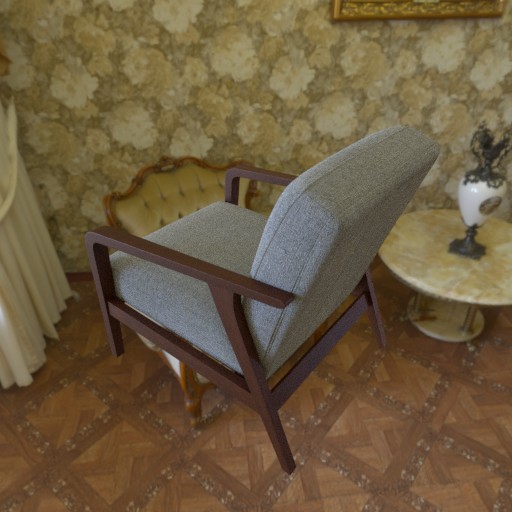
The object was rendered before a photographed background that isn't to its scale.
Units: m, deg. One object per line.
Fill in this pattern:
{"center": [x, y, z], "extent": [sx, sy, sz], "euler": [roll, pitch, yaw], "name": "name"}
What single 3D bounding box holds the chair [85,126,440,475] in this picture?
{"center": [0.000, 0.000, 1.432], "extent": [0.858, 0.847, 0.704], "euler": [22, 38, 31], "name": "chair"}
